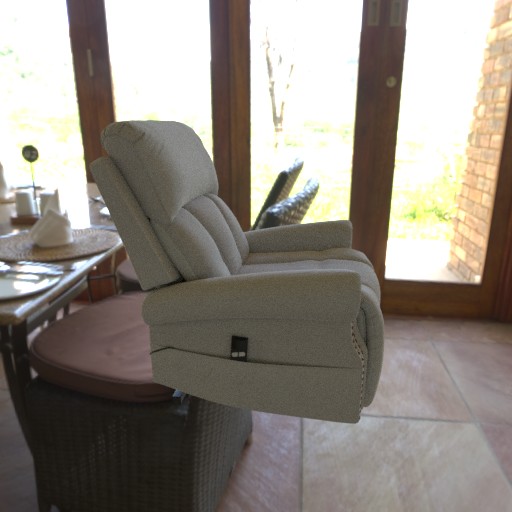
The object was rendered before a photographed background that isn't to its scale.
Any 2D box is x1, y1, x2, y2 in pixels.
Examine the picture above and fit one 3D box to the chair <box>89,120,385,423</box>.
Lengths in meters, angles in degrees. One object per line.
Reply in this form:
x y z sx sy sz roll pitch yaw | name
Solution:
0.000 0.000 1.759 0.979 1.031 0.871 3 17 9 | chair
